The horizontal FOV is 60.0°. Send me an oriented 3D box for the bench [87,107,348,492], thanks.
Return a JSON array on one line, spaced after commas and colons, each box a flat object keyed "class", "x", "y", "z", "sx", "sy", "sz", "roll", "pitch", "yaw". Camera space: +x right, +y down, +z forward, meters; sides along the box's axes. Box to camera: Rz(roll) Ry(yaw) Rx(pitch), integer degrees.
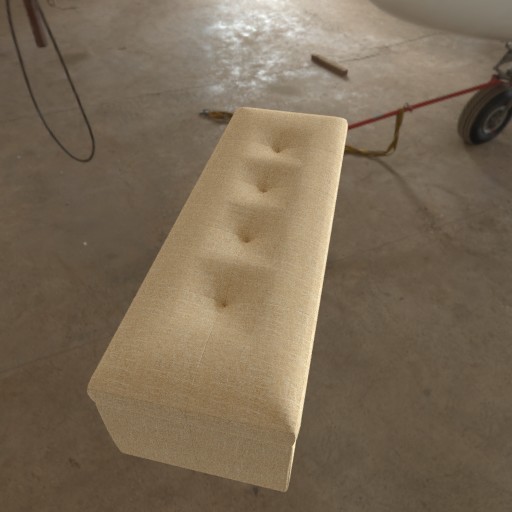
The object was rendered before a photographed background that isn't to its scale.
[{"class": "bench", "x": 0.000, "y": 0.000, "z": 1.381, "sx": 0.432, "sy": 0.406, "sz": 1.219, "roll": 9, "pitch": 46, "yaw": 9}]
